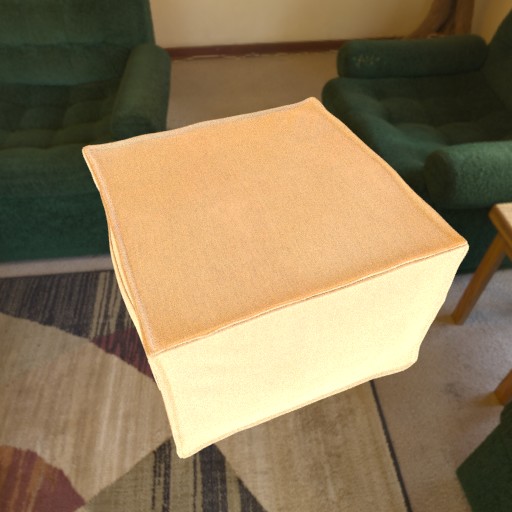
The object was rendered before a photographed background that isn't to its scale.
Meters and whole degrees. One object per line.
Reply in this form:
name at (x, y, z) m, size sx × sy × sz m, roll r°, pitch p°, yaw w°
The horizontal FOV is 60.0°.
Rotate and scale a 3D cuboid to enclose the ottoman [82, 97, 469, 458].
ottoman at (0.000, 0.000, 1.161) m, size 0.696 × 0.470 × 0.707 m, roll -17°, pitch 49°, yaw -16°
